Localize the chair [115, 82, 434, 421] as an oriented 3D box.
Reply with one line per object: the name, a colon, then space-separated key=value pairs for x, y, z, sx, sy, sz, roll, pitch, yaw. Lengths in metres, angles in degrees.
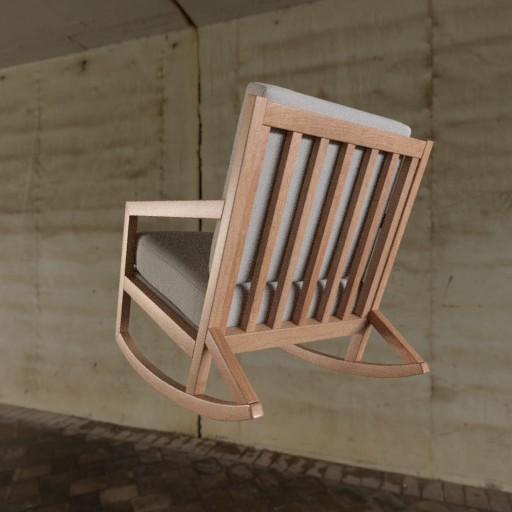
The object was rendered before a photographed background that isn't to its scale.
chair: x=0.000 y=0.000 z=1.418 sx=0.622 sy=0.790 sz=0.857 roll=0 pitch=0 yaw=-36
